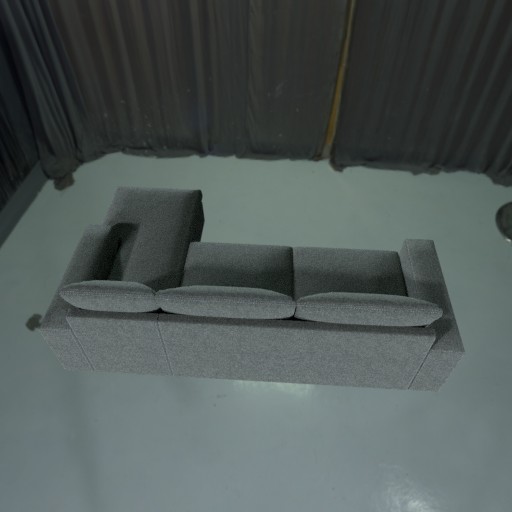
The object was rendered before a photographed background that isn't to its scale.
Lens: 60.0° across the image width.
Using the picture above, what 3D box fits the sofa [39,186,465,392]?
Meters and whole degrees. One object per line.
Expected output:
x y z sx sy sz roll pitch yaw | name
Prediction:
0.000 0.000 3.460 2.718 0.940 1.689 3 48 2 | sofa
